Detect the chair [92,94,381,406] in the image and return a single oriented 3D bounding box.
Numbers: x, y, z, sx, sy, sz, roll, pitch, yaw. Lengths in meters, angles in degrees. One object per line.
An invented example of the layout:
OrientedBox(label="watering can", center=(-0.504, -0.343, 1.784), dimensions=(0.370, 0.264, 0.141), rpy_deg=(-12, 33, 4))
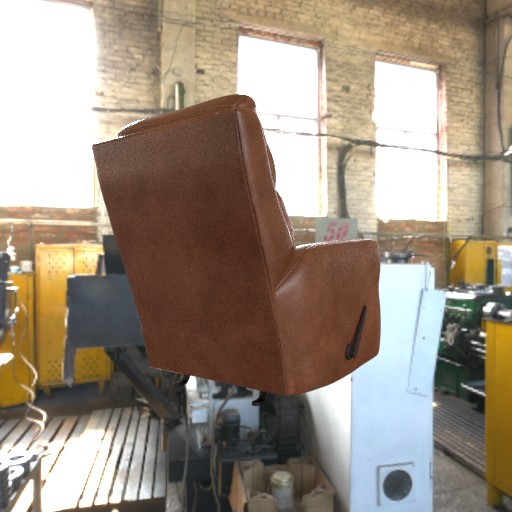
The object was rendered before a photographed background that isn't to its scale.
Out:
OrientedBox(label="chair", center=(0.000, 0.000, 1.823), dimensions=(0.821, 1.016, 1.072), rpy_deg=(0, 0, 36))
